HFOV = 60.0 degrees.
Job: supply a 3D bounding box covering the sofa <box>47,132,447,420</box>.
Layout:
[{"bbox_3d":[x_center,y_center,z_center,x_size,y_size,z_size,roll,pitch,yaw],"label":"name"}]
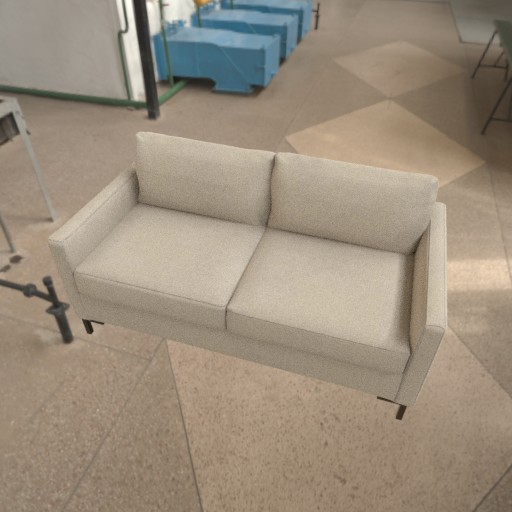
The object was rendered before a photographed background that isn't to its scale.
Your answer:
[{"bbox_3d":[0.000,0.000,2.149,1.682,0.840,0.875,12,41,14],"label":"sofa"}]
